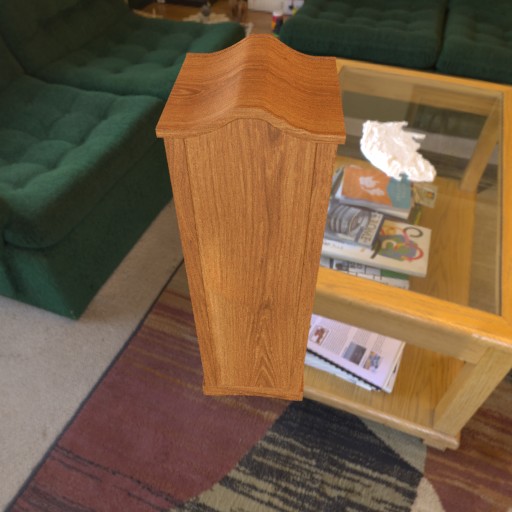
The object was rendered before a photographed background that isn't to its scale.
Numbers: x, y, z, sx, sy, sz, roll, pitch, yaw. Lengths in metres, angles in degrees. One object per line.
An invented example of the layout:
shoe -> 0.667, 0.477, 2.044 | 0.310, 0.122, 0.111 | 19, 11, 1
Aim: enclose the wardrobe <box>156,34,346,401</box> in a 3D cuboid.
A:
wardrobe -> 0.000, 0.000, 2.178 | 0.590, 1.870, 0.570 | 3, 46, 3
